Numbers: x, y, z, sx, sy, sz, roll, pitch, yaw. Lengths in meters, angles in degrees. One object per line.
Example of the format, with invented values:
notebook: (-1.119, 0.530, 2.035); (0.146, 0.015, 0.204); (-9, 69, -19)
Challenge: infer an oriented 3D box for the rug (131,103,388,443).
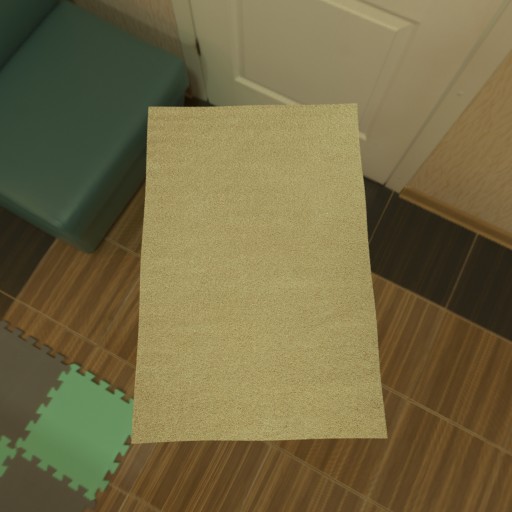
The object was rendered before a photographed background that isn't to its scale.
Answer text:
rug: (0.000, 0.000, 3.478); (1.800, 0.025, 2.699); (-1, 75, 0)
